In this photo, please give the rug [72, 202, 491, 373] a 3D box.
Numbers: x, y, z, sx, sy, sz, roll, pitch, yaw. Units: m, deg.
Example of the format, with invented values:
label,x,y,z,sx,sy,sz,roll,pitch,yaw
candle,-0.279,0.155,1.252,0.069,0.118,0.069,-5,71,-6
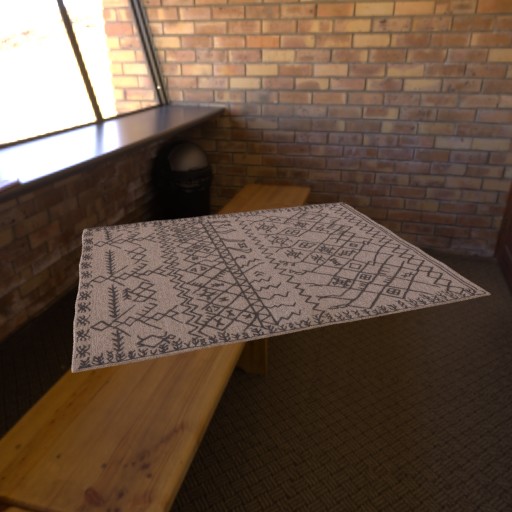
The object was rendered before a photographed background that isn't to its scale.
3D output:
label,x,y,z,sx,sy,sz,roll,pitch,yaw
rug,0.000,0.000,3.249,2.455,0.025,1.964,-8,26,-16
